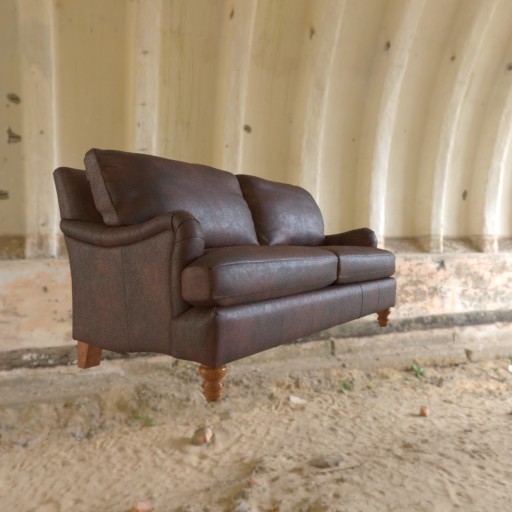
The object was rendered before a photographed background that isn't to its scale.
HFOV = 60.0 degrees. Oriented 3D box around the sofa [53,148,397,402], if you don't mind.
[{"bbox_3d":[0.000,0.000,2.777,1.147,1.071,2.144,1,1,35],"label":"sofa"}]
